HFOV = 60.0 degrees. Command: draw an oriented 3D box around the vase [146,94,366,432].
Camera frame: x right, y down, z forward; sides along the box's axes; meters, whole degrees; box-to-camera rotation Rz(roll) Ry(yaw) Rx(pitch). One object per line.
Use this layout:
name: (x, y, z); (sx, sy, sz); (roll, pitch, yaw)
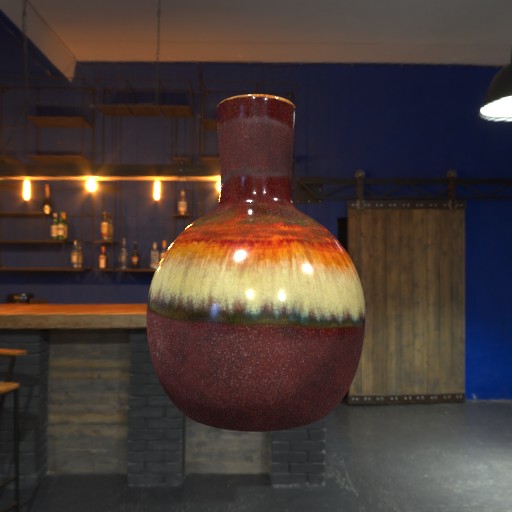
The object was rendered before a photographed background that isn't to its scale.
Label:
vase: (0.000, 0.000, 0.231); (0.111, 0.154, 0.111); (0, 0, 0)
